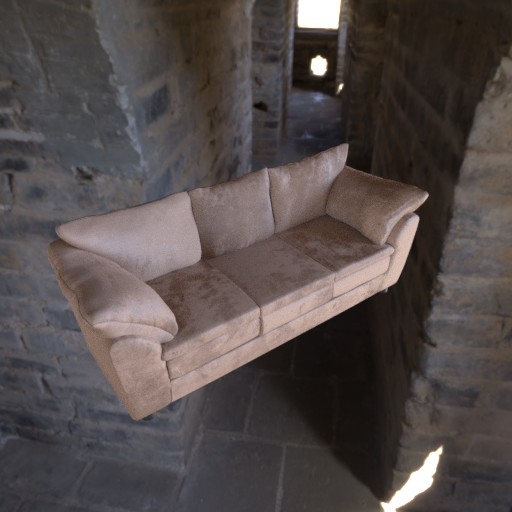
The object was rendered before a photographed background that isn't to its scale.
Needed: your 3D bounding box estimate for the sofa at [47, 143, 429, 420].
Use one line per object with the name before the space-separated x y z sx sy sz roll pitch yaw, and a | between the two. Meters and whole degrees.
sofa | 0.000 0.000 2.874 2.377 0.981 0.893 -21 37 -31
